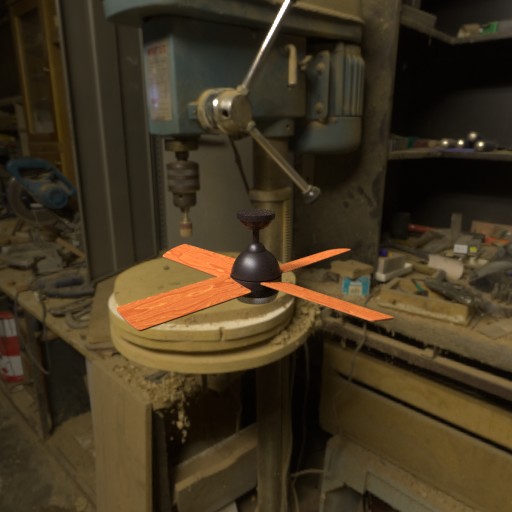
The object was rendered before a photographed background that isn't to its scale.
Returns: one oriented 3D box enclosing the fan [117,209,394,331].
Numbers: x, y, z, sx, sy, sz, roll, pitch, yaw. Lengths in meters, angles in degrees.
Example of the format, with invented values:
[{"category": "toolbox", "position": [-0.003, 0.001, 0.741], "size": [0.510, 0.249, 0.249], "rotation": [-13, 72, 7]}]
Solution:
[{"category": "fan", "position": [0.000, 0.000, 2.016], "size": [1.332, 0.403, 1.332], "rotation": [-16, 22, -42]}]
